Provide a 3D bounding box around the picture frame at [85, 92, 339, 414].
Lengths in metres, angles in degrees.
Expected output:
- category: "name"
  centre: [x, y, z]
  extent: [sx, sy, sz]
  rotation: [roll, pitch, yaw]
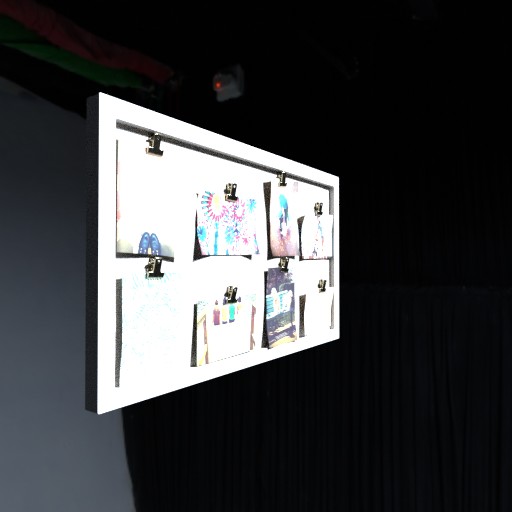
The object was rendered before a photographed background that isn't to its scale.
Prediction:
- category: "picture frame"
  centre: [0.000, 0.000, 0.785]
  extent: [0.044, 0.379, 0.647]
  rotation: [-1, -1, 36]
